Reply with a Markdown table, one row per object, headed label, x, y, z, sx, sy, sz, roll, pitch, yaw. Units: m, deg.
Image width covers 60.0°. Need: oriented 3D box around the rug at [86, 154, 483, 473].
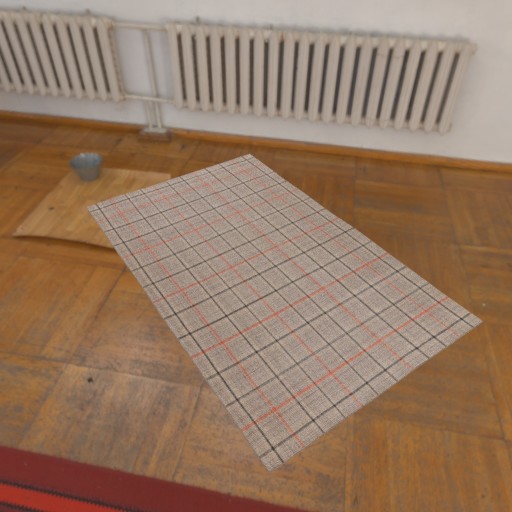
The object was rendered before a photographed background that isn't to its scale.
| label | x | y | z | sx | sy | sz | roll | pitch | yaw |
| --- | --- | --- | --- | --- | --- | --- | --- | --- | --- |
| rug | 0.000 | 0.000 | 3.005 | 1.524 | 0.015 | 2.439 | -24 | 47 | -25 |
